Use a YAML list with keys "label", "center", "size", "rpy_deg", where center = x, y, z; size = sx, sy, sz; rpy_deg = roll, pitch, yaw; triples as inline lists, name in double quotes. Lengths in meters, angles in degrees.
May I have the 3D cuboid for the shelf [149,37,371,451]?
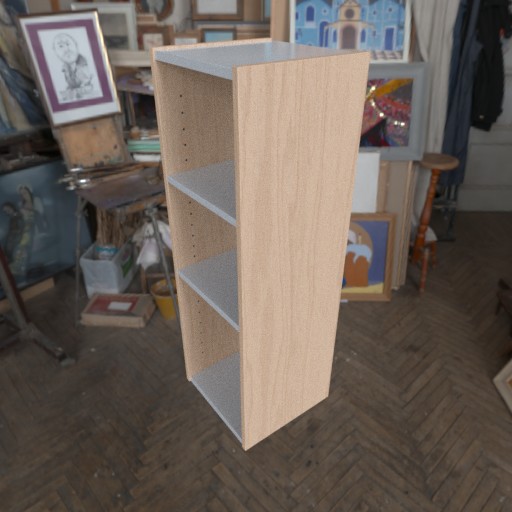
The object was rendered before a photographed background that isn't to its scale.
- label: "shelf"
  center: [0.000, 0.000, 1.058]
  size: [0.290, 0.900, 0.300]
  rpy_deg: [-21, 38, -31]
